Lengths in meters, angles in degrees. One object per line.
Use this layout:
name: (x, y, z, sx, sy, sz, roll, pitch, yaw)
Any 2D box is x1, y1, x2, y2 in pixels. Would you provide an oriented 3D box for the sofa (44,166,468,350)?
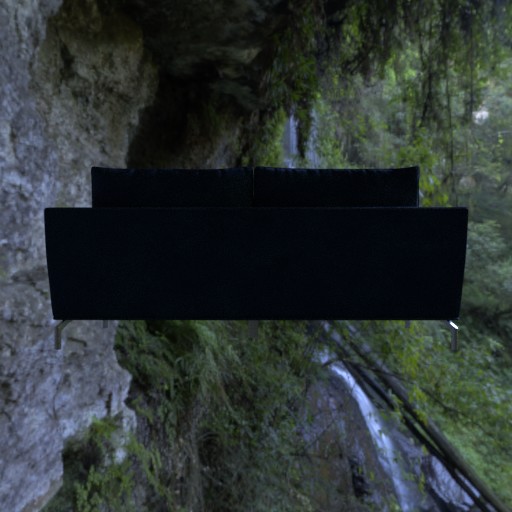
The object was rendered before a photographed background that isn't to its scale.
sofa: (0.000, 0.000, 2.705, 2.212, 0.998, 0.853, 0, 0, 0)
